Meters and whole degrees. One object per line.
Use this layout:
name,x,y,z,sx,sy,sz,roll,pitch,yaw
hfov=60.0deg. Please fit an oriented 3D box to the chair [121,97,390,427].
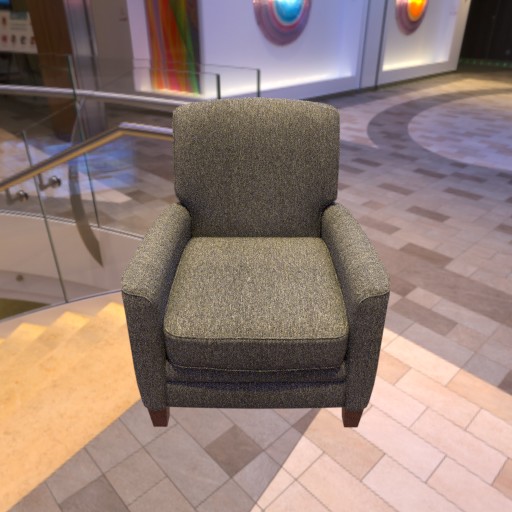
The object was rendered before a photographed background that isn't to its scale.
chair,0.000,0.000,1.686,0.848,1.014,0.864,0,30,0
